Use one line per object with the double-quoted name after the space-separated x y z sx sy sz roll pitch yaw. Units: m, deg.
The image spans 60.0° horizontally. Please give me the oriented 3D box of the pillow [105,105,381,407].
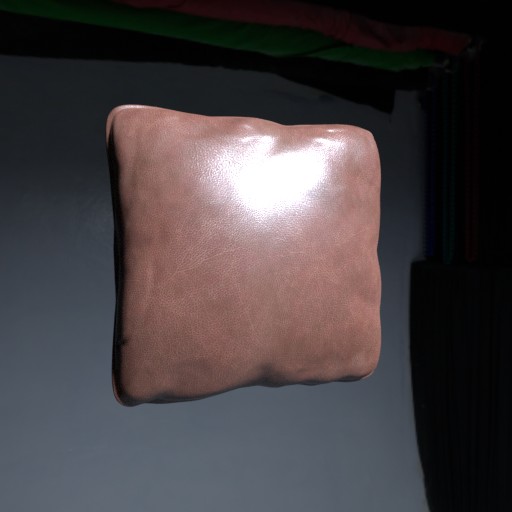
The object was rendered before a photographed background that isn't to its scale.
0.000 0.000 0.829 0.532 0.523 0.236 0 1 -18 "pillow"
